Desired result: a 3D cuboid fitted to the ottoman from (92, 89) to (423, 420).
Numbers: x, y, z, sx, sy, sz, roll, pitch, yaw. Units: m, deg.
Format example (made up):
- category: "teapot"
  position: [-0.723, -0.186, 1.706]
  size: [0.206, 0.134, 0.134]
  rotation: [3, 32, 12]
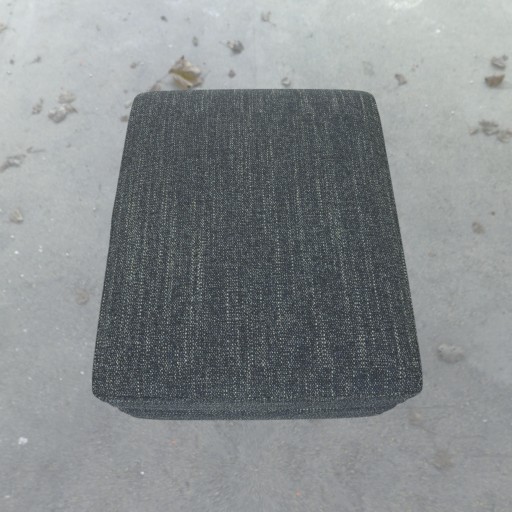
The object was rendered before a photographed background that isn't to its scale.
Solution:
- category: "ottoman"
  position: [0.000, 0.000, 1.192]
  size: [0.667, 0.491, 0.814]
  rotation: [0, 64, 0]
